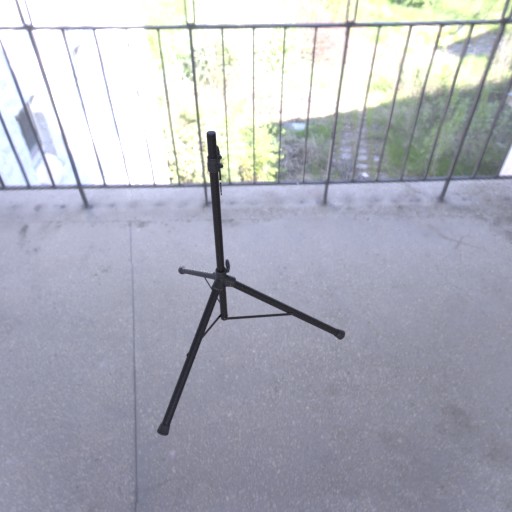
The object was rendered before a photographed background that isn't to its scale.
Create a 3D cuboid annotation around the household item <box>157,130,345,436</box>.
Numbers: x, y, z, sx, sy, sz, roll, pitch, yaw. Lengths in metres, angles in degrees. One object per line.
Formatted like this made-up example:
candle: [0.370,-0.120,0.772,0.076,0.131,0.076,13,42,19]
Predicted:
household item: [0.000,0.000,1.898,0.907,1.136,1.045,0,41,-1]
